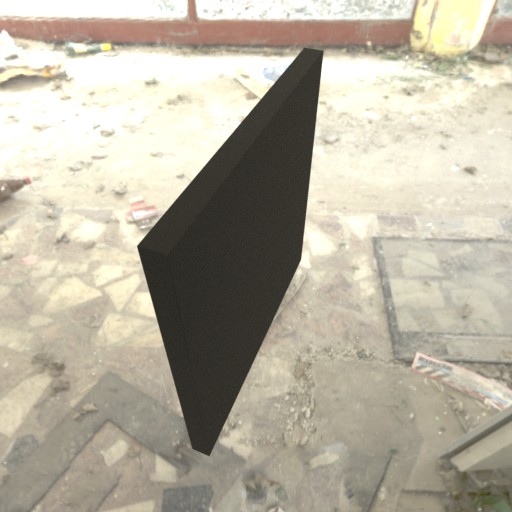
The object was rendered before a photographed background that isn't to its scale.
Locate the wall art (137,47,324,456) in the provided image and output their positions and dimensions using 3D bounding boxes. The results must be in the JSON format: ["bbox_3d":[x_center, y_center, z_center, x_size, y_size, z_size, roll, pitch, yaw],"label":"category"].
[{"bbox_3d":[0.000,0.000,0.687,0.030,0.458,0.462,16,48,15],"label":"wall art"}]
